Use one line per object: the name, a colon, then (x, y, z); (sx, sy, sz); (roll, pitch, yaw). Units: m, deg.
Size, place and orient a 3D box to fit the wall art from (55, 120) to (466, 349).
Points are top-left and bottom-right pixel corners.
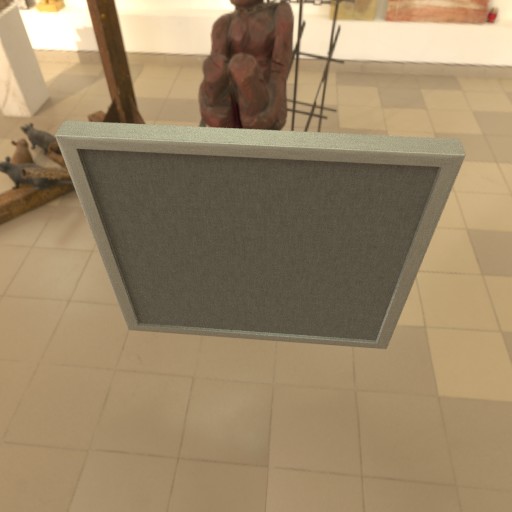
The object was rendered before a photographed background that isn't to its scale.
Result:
wall art: (0.000, 0.000, 0.538); (0.380, 0.330, 0.028); (4, 47, 3)
